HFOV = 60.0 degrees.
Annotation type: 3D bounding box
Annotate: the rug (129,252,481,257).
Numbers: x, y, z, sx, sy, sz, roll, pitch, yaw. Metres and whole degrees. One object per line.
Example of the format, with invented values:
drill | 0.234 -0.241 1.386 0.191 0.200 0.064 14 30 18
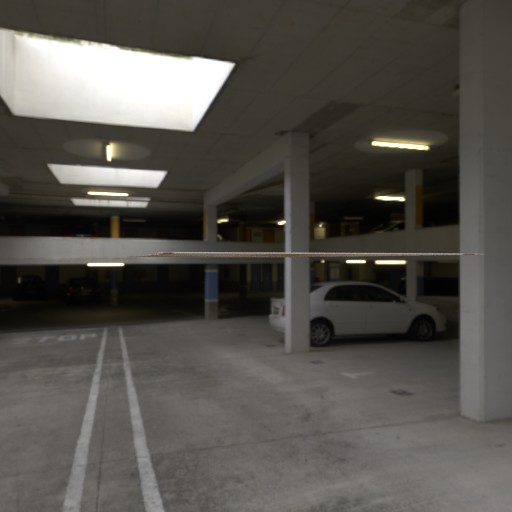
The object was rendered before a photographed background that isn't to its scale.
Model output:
rug | 0.000 0.000 2.425 1.268 0.007 1.918 0 0 -18
